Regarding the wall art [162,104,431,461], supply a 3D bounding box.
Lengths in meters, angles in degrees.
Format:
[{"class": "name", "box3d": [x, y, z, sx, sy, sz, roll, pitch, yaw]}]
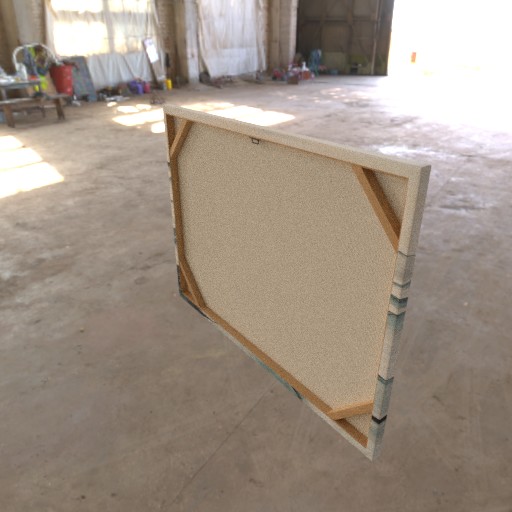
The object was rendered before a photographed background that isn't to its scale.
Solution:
[{"class": "wall art", "box3d": [0.000, 0.000, 1.594, 0.039, 0.915, 1.219, -19, 32, -33]}]
